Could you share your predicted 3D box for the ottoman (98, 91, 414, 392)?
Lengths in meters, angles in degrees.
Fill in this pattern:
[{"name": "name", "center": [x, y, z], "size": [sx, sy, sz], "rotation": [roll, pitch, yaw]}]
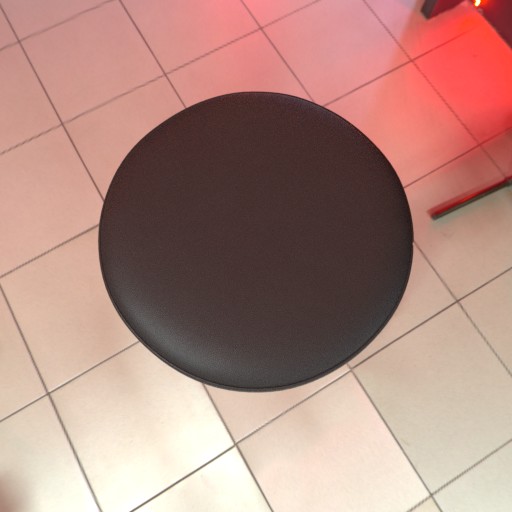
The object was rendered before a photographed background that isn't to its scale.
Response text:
[{"name": "ottoman", "center": [0.000, 0.000, 0.859], "size": [0.500, 0.409, 0.500], "rotation": [0, 74, 0]}]
